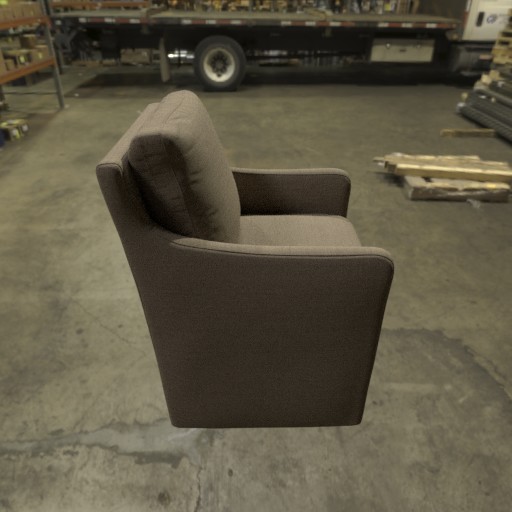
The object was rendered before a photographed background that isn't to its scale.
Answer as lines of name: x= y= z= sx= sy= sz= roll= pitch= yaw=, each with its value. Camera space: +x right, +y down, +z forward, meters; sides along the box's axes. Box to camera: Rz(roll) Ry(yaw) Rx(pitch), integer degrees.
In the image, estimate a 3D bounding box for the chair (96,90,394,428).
chair: x=0.000 y=0.000 z=1.389 sx=0.694 sy=0.914 sz=0.626 roll=0 pitch=31 yaw=-1
